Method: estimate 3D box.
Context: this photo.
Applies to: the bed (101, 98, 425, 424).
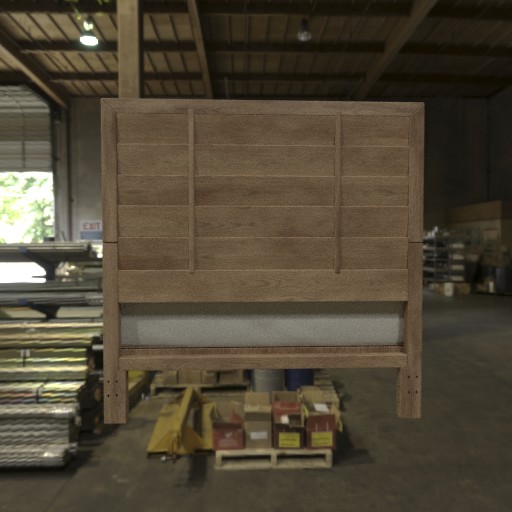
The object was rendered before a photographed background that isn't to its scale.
[{"bbox_3d":[0.000,0.000,3.337,1.626,1.626,2.197,0,2,-2],"label":"bed"}]
